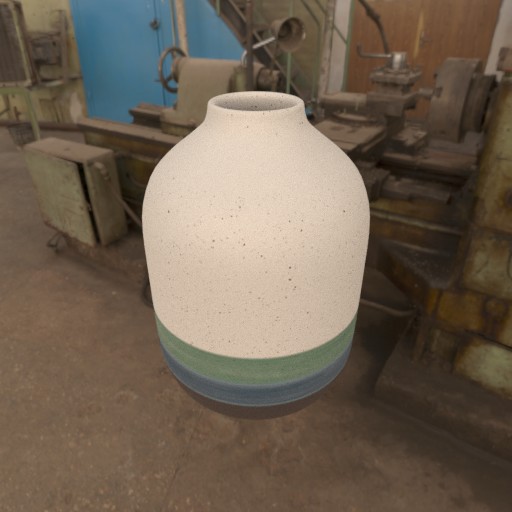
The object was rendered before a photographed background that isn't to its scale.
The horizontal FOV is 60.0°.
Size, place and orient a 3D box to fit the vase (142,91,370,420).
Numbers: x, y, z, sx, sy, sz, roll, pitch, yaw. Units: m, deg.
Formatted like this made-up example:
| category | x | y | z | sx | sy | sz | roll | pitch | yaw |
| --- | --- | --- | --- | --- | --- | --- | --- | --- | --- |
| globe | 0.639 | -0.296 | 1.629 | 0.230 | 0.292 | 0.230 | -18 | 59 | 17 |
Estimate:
| category | x | y | z | sx | sy | sz | roll | pitch | yaw |
| --- | --- | --- | --- | --- | --- | --- | --- | --- | --- |
| vase | 0.000 | 0.000 | 0.355 | 0.169 | 0.240 | 0.169 | 0 | 31 | 0 |
